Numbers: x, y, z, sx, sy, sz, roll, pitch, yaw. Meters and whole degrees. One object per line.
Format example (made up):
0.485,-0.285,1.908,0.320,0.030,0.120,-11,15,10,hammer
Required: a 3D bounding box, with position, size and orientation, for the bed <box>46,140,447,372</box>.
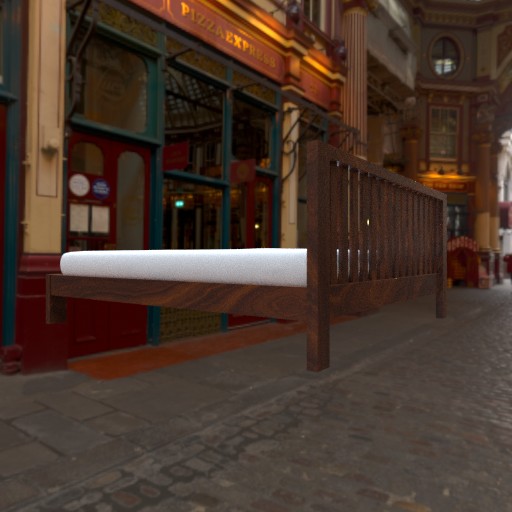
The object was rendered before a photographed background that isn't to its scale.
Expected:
0.000,0.000,3.069,2.030,0.890,1.905,0,0,37,bed
